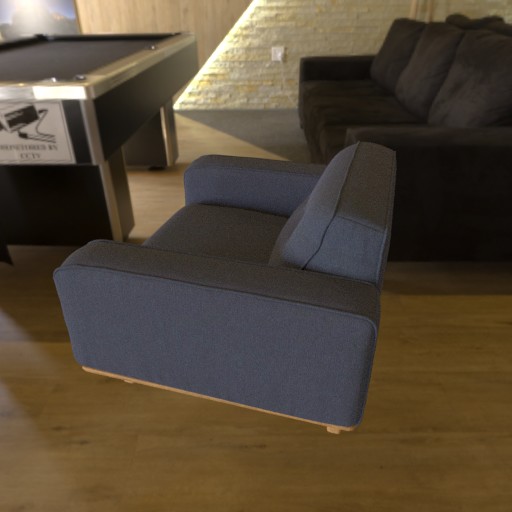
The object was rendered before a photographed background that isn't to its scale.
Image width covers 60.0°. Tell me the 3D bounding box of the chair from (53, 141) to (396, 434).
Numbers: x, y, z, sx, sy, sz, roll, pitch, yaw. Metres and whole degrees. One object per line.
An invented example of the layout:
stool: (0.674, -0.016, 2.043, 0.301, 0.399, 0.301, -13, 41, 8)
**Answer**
chair: (0.000, 0.000, 1.717, 0.953, 0.783, 1.118, 9, 32, 14)
